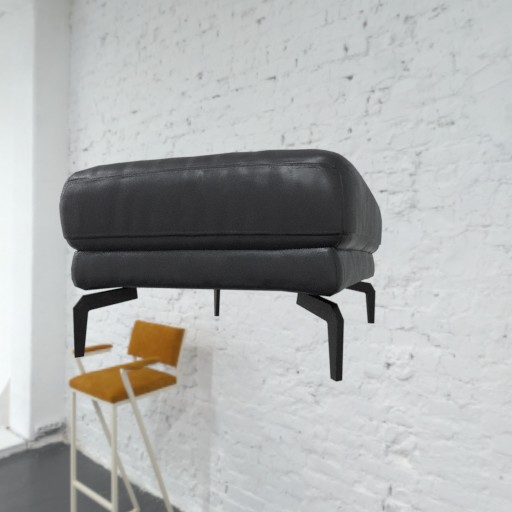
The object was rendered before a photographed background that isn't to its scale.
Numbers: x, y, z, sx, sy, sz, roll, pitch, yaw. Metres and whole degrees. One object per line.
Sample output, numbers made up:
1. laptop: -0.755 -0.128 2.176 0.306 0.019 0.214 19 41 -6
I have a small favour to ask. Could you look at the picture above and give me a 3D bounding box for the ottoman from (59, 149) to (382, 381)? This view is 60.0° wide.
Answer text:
1. ottoman: 0.000 0.000 1.103 0.570 0.402 0.764 0 0 19
